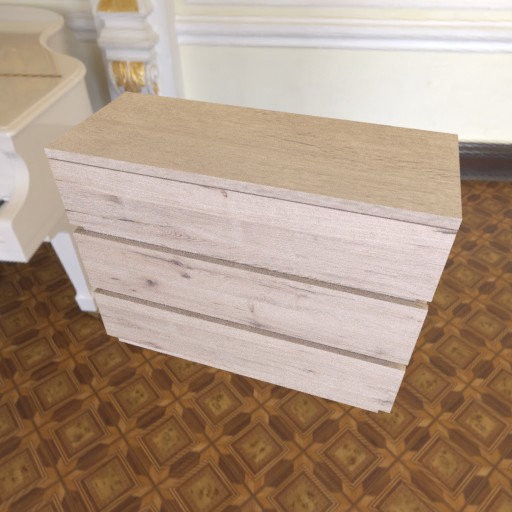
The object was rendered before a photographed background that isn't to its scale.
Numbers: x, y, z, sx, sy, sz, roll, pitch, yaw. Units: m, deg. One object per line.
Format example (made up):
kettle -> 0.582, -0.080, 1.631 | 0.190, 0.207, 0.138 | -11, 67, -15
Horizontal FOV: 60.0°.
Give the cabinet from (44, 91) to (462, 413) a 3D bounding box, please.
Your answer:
cabinet -> 0.000, 0.000, 1.464 | 1.040, 0.820, 0.420 | 12, 42, 14
